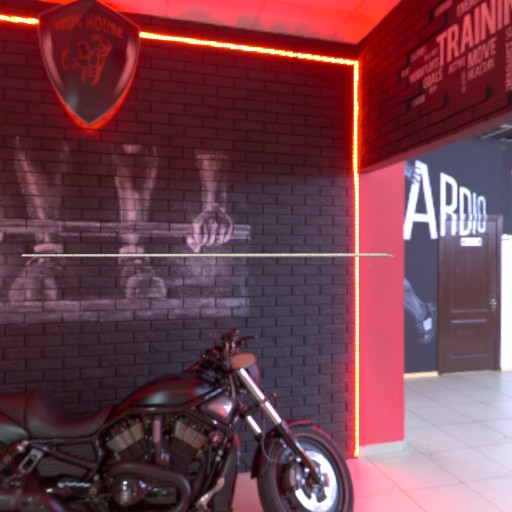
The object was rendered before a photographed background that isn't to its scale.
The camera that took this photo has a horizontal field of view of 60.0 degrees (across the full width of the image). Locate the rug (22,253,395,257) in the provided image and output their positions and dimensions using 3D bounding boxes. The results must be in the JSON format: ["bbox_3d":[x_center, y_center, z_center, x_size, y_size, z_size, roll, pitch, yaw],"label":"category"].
[{"bbox_3d":[0.000,0.000,3.523,2.073,0.011,2.584,0,0,18],"label":"rug"}]
